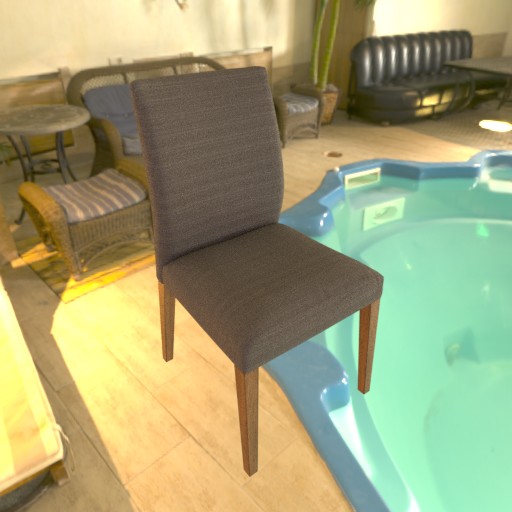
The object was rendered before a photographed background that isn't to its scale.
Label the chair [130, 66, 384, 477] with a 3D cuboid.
[{"bbox_3d":[0.000,0.000,1.288,0.496,0.940,0.585,-22,37,-32],"label":"chair"}]
